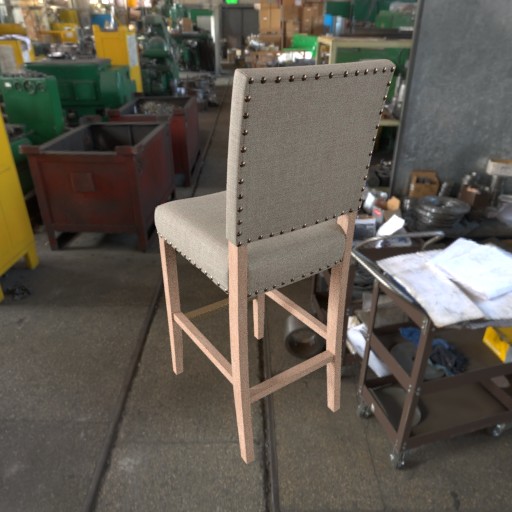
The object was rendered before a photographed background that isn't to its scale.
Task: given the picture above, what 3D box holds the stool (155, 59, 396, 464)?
[{"bbox_3d":[0.000,0.000,1.427,0.445,1.173,0.585,-18,33,-30],"label":"stool"}]
